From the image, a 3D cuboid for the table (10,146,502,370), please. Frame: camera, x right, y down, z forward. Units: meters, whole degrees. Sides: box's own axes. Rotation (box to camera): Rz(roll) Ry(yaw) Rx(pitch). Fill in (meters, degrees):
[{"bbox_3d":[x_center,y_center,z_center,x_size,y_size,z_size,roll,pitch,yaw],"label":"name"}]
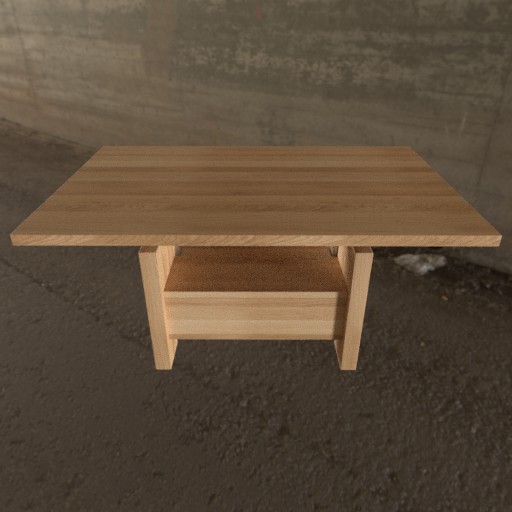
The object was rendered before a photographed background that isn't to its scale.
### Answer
[{"bbox_3d":[0.000,0.000,1.419,1.100,0.510,0.700,0,30,0],"label":"table"}]
